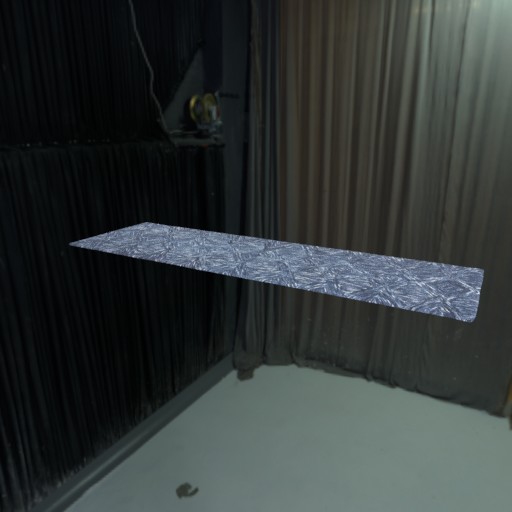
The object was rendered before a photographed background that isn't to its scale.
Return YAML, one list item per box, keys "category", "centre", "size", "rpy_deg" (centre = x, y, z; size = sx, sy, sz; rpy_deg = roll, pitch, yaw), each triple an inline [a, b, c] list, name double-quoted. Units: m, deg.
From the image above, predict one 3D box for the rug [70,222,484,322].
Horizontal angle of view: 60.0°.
- category: "rug"
  centre: [0.000, 0.000, 2.527]
  size: [2.306, 0.013, 0.719]
  rpy_deg: [9, 19, 28]
